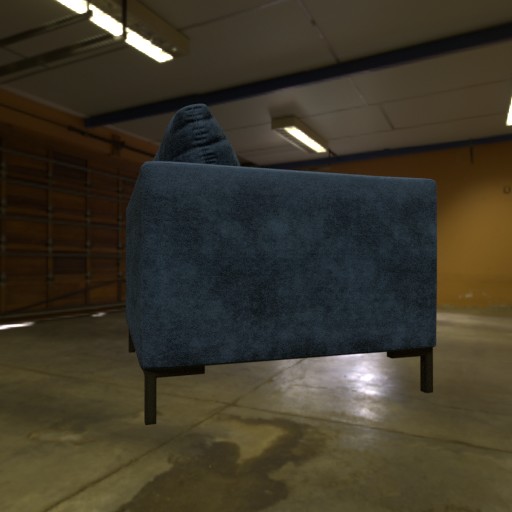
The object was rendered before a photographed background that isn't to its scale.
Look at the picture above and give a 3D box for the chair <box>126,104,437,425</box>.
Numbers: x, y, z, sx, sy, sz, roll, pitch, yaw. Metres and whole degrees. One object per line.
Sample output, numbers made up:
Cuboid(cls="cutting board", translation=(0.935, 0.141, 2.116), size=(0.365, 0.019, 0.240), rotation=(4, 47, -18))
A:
Cuboid(cls="chair", translation=(0.000, 0.000, 1.610), size=(0.875, 0.812, 0.964), rotation=(0, -1, -18))
